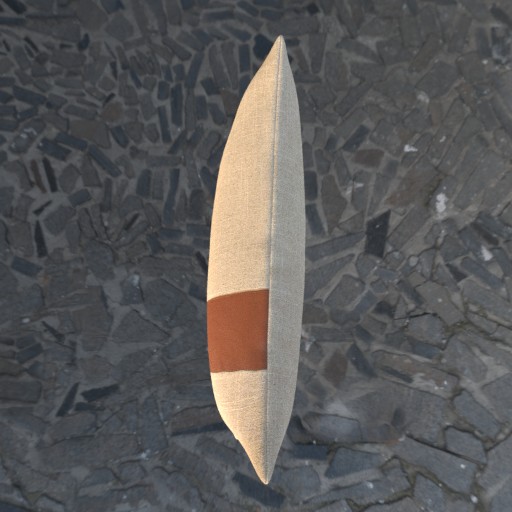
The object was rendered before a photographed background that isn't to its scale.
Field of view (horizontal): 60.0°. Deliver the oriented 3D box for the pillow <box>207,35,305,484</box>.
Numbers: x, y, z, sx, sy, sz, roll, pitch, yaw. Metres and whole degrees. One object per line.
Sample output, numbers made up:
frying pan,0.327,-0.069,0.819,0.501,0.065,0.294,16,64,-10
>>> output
pillow,0.000,0.000,0.722,0.155,0.282,0.612,2,76,1
